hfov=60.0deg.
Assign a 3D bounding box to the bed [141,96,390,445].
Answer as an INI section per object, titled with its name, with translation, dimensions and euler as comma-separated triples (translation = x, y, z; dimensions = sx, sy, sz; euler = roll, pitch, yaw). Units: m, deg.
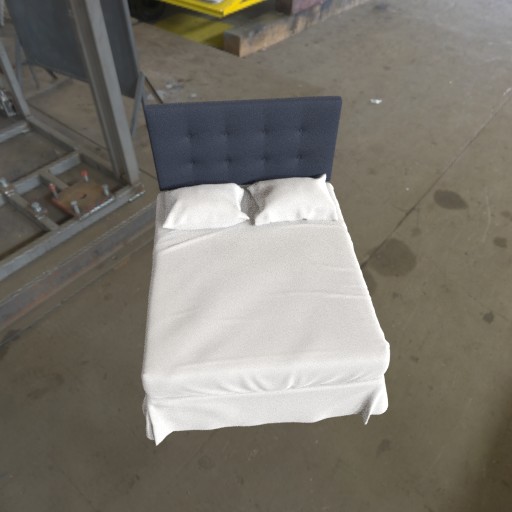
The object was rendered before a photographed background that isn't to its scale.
[bed]
translation = 0.000, 0.000, 3.502
dimensions = 1.936, 1.577, 2.222
euler = -4, 47, -4
